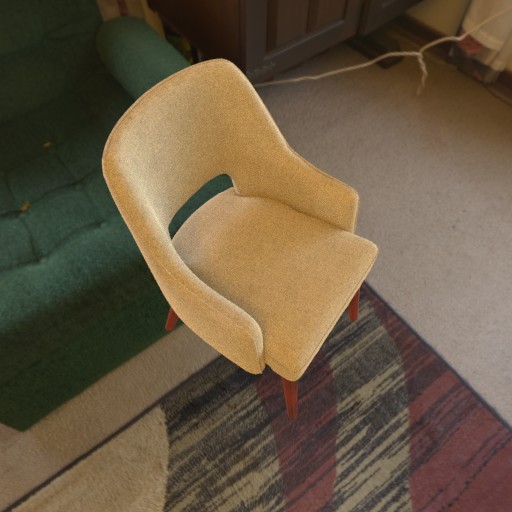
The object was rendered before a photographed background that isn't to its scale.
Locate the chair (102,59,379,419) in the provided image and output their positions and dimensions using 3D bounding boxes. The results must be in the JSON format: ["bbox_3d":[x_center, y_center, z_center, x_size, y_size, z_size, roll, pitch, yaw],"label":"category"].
[{"bbox_3d":[0.000,0.000,1.253,0.605,0.849,0.548,30,62,18],"label":"chair"}]
